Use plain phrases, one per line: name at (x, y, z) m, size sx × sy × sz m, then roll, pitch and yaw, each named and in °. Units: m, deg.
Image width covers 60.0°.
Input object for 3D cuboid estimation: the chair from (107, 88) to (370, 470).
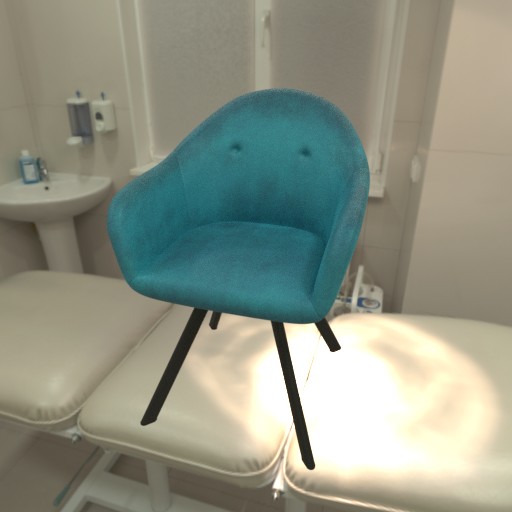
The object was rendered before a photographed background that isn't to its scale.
chair at (0.000, 0.000, 1.164) m, size 0.540 × 0.780 × 0.570 m, roll 8°, pitch 27°, yaw 15°
